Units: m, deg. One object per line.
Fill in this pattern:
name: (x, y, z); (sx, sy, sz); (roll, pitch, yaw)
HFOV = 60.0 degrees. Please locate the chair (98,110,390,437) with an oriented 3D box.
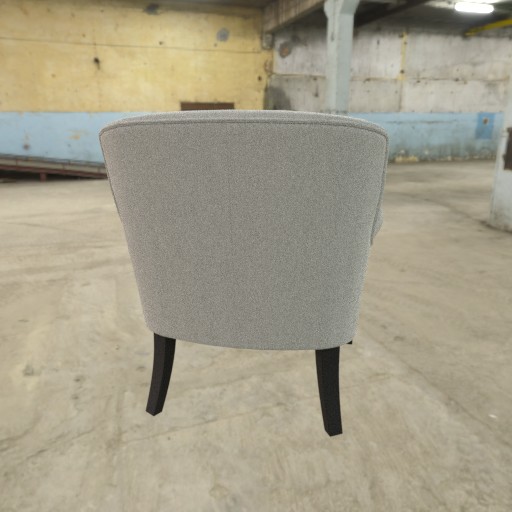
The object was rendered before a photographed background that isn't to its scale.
chair: (0.000, 0.000, 1.441); (0.781, 0.875, 0.750); (3, 16, 10)
